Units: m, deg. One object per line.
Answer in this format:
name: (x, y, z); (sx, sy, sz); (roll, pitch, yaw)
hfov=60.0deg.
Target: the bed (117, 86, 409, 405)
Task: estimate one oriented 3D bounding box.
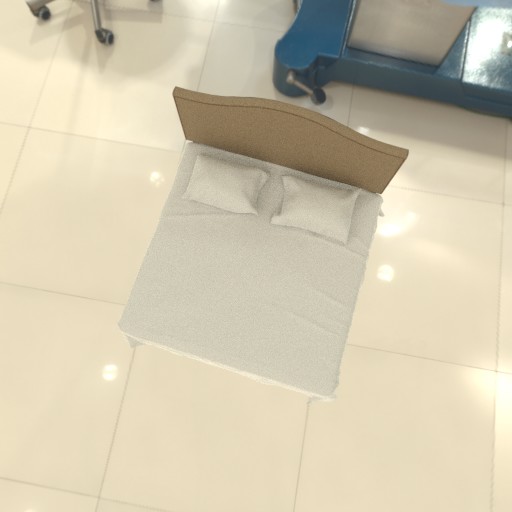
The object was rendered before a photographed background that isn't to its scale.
bed: (0.000, 0.000, 3.937); (2.311, 1.651, 2.222); (17, 76, 4)
